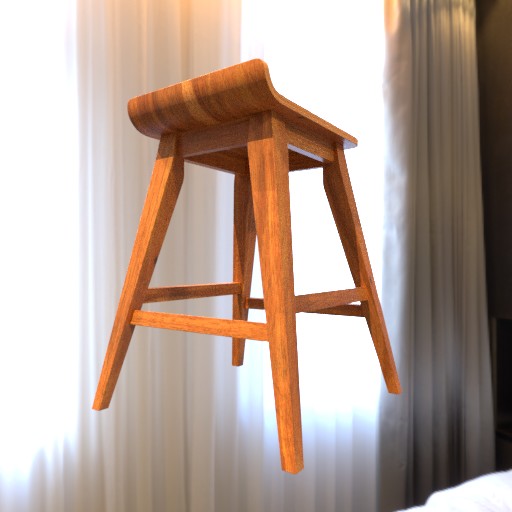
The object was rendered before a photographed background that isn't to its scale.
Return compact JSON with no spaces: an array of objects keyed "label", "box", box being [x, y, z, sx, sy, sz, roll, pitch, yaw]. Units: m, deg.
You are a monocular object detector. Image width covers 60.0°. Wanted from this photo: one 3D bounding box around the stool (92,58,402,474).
[{"label":"stool","box":[0.000,0.000,1.003,0.500,0.650,0.500,0,-1,35]}]
